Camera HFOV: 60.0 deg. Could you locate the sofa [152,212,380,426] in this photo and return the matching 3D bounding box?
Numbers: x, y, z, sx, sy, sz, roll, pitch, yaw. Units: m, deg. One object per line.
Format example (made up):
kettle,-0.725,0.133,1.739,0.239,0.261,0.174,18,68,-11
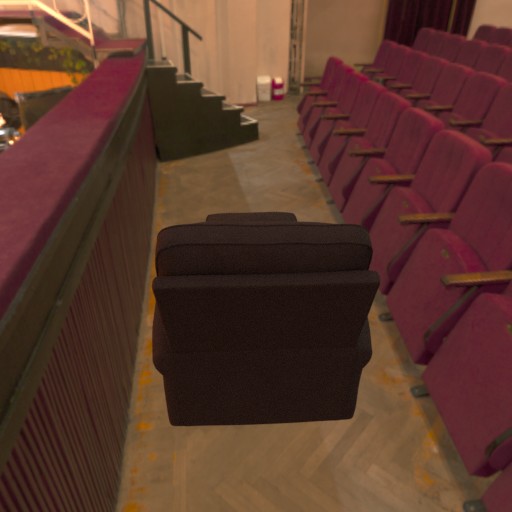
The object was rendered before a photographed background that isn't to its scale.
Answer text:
sofa,0.000,0.000,2.103,0.880,0.959,1.478,-1,31,-2
